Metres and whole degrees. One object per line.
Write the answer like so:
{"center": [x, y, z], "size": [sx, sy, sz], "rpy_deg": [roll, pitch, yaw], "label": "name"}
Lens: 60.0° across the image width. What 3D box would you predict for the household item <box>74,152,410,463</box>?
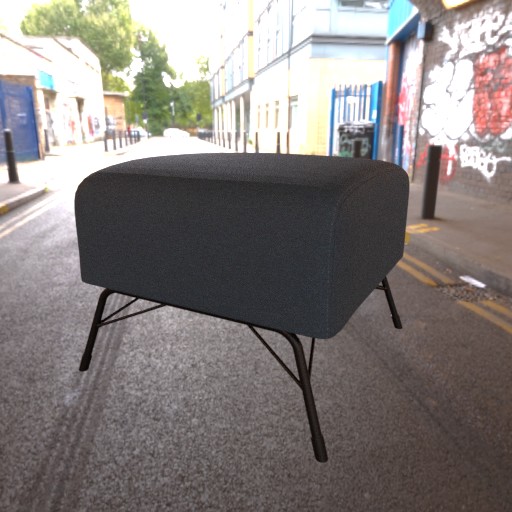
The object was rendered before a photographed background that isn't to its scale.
{"center": [0.000, 0.000, 0.930], "size": [0.530, 0.420, 0.530], "rpy_deg": [9, 18, 28], "label": "household item"}
